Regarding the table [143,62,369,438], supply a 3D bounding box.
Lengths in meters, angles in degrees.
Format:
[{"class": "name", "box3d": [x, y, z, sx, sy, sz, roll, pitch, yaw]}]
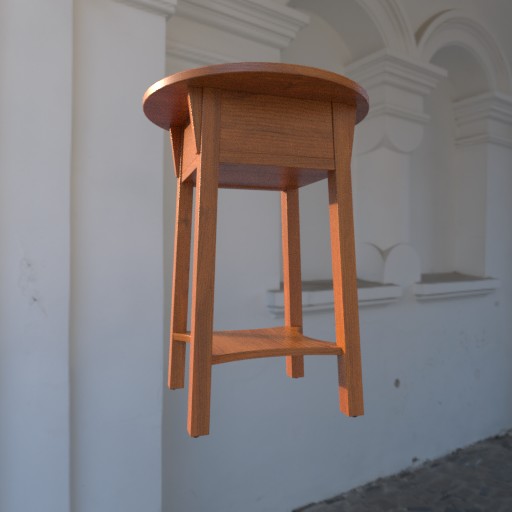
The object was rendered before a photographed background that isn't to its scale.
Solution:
[{"class": "table", "box3d": [0.000, 0.000, 0.923, 0.457, 0.610, 0.457, 0, 0, 0]}]
